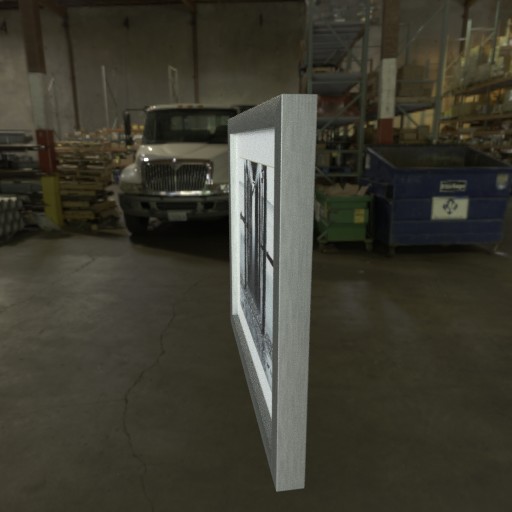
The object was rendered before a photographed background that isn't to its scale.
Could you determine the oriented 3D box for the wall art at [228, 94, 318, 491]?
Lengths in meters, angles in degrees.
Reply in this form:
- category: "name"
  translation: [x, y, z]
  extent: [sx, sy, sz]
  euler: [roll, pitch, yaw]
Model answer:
- category: "wall art"
  translation: [0.000, 0.000, 0.532]
  extent: [0.028, 0.330, 0.380]
  euler: [-2, 15, -9]
